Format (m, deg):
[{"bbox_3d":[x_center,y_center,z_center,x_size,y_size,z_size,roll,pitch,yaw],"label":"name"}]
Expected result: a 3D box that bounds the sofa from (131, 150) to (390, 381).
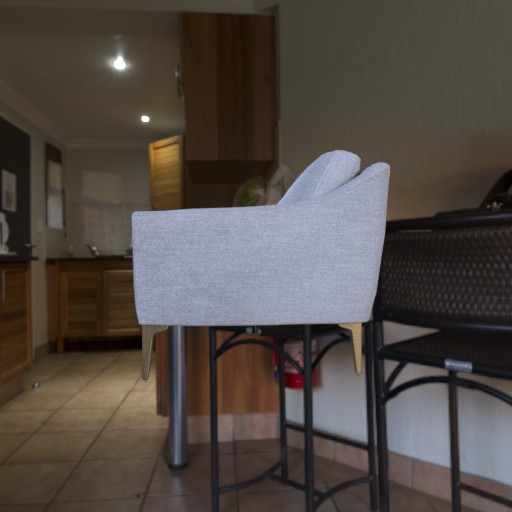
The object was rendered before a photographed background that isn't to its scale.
[{"bbox_3d":[0.000,0.000,2.608,0.980,0.913,2.036,0,0,-2],"label":"sofa"}]
